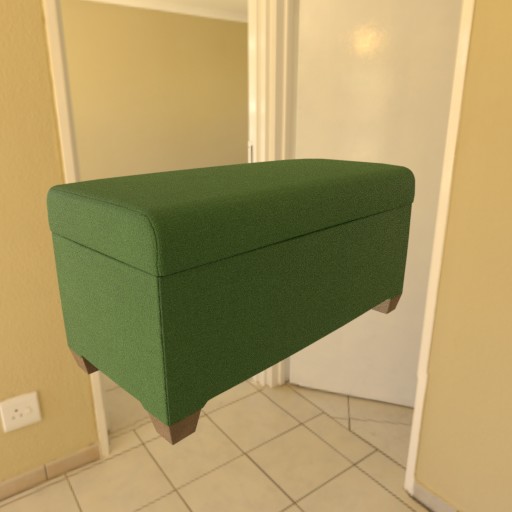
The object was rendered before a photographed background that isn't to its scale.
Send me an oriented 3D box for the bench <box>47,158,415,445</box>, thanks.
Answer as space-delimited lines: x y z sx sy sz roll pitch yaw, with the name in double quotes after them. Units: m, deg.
0.000 0.000 1.291 0.505 0.501 0.989 16 24 42 "bench"
